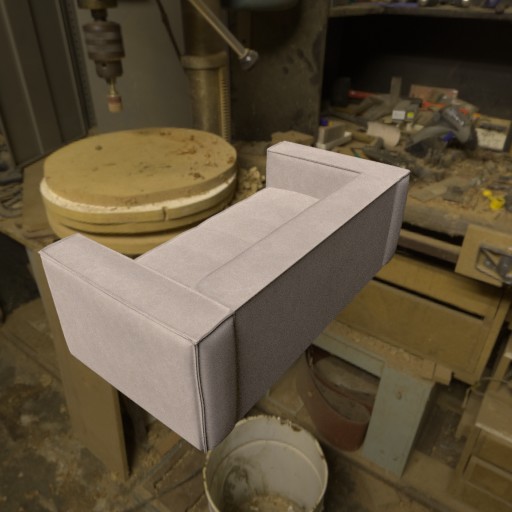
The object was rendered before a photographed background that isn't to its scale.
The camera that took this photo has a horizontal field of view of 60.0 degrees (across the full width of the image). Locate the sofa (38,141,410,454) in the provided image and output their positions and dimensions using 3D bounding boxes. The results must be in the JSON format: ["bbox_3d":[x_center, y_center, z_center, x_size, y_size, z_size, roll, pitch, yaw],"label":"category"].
[{"bbox_3d":[0.000,0.000,2.559,1.038,0.680,1.995,22,38,31],"label":"sofa"}]
